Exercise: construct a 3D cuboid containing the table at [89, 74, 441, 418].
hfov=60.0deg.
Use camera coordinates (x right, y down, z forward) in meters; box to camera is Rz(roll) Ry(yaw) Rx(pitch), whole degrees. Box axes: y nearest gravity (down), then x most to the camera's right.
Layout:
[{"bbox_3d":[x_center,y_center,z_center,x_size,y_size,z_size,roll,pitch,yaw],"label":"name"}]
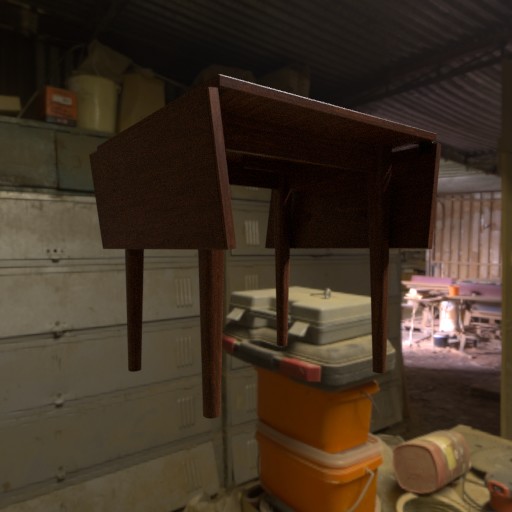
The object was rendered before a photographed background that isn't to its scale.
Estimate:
[{"bbox_3d":[0.000,0.000,1.466,0.843,0.763,0.812,-1,1,-37],"label":"table"}]
